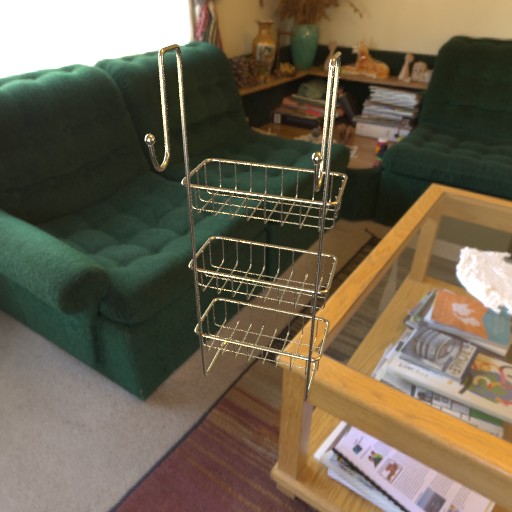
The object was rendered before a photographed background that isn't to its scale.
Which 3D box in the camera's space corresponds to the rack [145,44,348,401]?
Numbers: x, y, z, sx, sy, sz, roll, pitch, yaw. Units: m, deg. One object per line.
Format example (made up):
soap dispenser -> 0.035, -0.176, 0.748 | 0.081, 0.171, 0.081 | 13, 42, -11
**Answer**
rack -> 0.000, 0.000, 0.664 | 0.228, 0.574, 0.202 | 10, 34, 15
